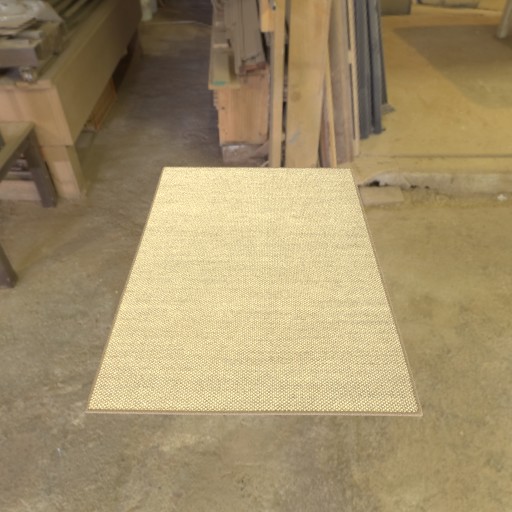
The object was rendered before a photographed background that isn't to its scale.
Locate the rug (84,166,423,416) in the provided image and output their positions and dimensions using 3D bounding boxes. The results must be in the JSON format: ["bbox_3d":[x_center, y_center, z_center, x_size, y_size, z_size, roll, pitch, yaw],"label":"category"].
[{"bbox_3d":[0.000,0.000,2.752,1.517,0.013,2.115,0,42,1],"label":"rug"}]
